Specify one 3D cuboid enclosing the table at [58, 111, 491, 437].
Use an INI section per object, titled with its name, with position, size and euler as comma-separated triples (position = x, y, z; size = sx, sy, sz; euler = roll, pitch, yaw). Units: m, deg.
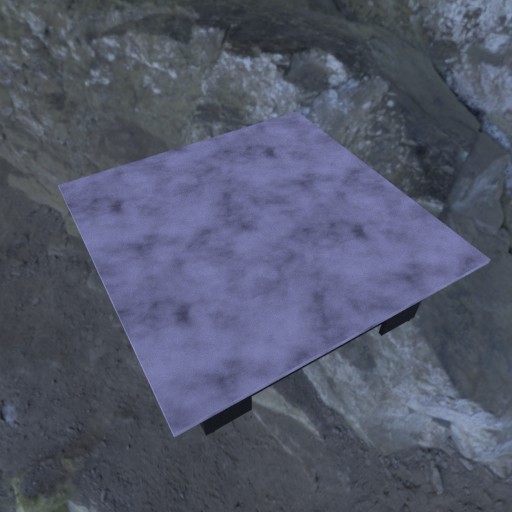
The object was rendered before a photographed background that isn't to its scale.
[table]
position = 0.000, 0.000, 1.368
size = 0.890, 0.305, 0.890
euler = -23, 51, -20
